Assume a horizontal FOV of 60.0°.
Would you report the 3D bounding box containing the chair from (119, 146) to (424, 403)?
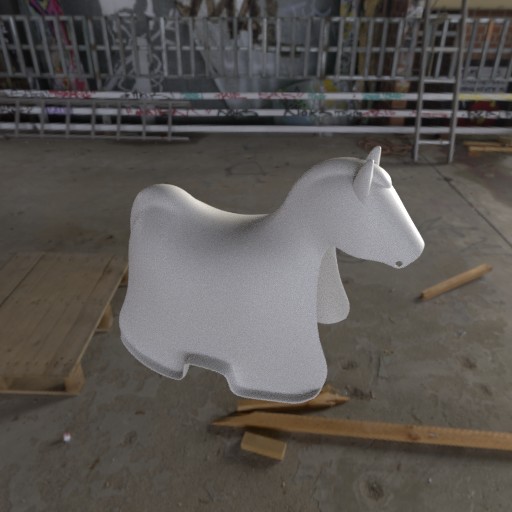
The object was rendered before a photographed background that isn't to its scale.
[{"bbox_3d":[0.000,0.000,1.163,0.800,0.612,0.429,11,32,18],"label":"chair"}]
